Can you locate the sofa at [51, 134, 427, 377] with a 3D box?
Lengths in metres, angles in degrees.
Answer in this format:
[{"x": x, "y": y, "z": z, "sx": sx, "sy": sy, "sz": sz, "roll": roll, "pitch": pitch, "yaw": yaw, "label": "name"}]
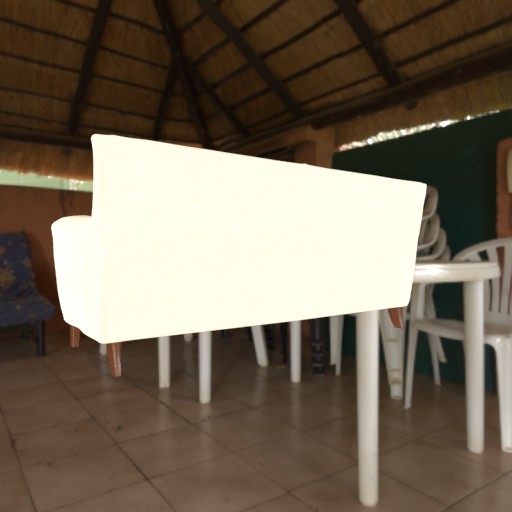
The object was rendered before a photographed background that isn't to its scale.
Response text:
[{"x": 0.000, "y": 0.000, "z": 2.478, "sx": 2.001, "sy": 0.907, "sz": 0.841, "roll": -1, "pitch": 1, "yaw": -36, "label": "sofa"}]
